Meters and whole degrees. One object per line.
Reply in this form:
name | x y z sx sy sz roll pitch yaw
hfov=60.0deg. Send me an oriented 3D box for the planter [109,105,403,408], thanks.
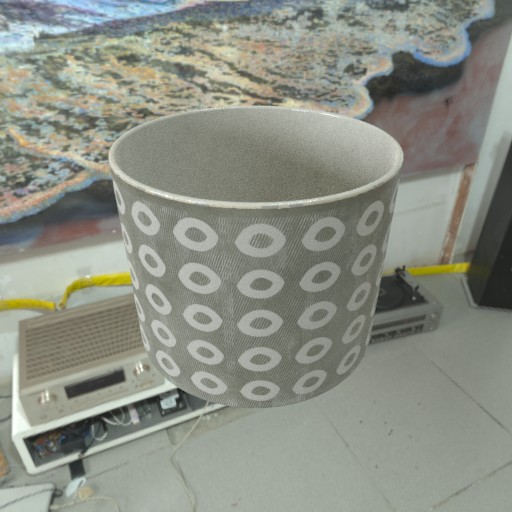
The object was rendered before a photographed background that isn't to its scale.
planter | 0.000 0.000 0.454 0.250 0.239 0.250 0 33 0
